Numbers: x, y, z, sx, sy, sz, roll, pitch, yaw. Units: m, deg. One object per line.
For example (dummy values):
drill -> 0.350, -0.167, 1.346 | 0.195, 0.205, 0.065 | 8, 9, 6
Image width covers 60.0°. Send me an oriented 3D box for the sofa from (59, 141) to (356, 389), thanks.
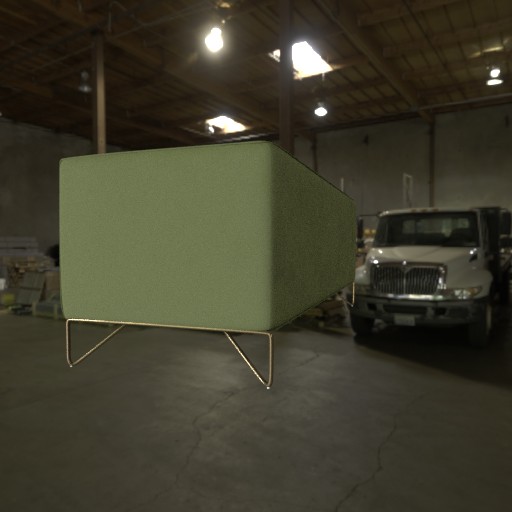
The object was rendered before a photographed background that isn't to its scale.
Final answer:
sofa -> 0.000, 0.000, 2.484 | 0.867, 0.789, 2.087 | 1, 2, 20
